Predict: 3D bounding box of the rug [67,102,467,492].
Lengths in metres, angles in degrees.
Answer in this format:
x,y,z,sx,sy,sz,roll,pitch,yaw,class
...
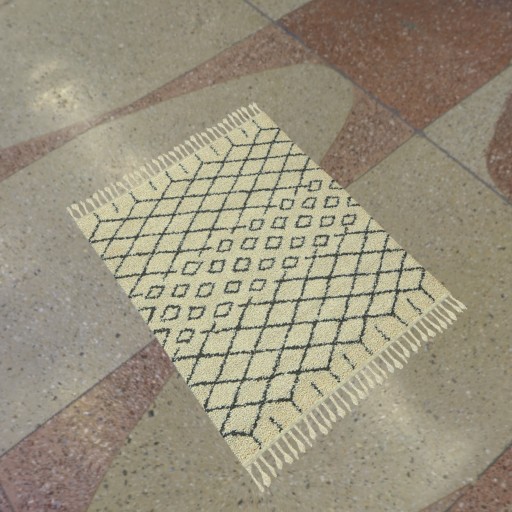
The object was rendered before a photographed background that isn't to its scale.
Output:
x,y,z,sx,sy,sz,roll,pitch,yaw,class
0.000,0.000,4.238,2.388,0.030,3.213,-35,69,-16,rug
